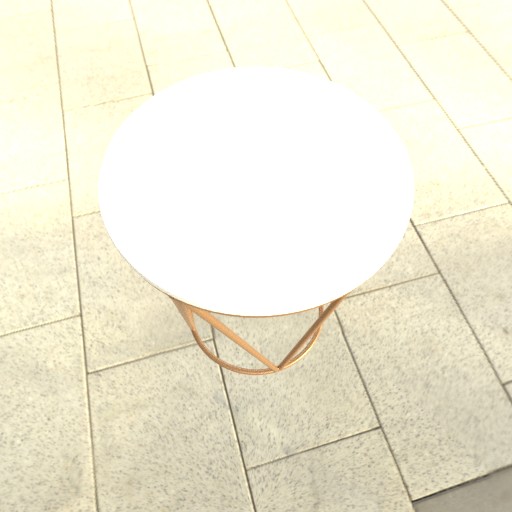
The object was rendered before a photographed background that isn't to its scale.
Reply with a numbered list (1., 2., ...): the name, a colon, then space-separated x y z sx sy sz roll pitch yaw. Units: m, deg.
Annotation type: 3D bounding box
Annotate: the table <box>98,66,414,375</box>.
1. table: 0.000 0.000 0.954 0.500 0.564 0.500 0 60 0
